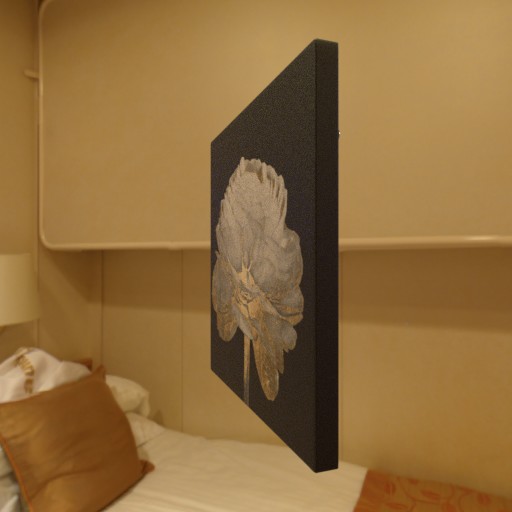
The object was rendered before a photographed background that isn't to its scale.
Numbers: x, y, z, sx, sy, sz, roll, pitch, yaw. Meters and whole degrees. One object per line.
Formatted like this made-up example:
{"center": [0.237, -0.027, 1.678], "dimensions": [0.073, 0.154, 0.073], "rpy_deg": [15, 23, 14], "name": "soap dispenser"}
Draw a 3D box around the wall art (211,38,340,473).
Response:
{"center": [0.000, 0.000, 0.911], "dimensions": [0.043, 0.611, 0.610], "rpy_deg": [0, 0, -20], "name": "wall art"}
